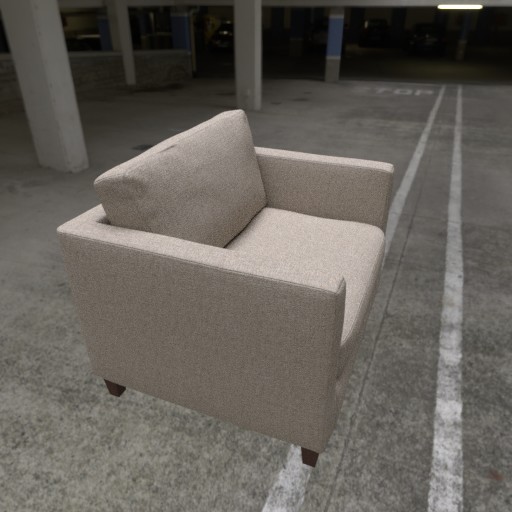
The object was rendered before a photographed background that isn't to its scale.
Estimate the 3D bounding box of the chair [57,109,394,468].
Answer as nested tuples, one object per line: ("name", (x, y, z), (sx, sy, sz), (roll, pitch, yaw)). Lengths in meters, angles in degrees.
("chair", (0.000, 0.000, 1.810), (0.959, 0.961, 1.107), (12, 32, 19))
